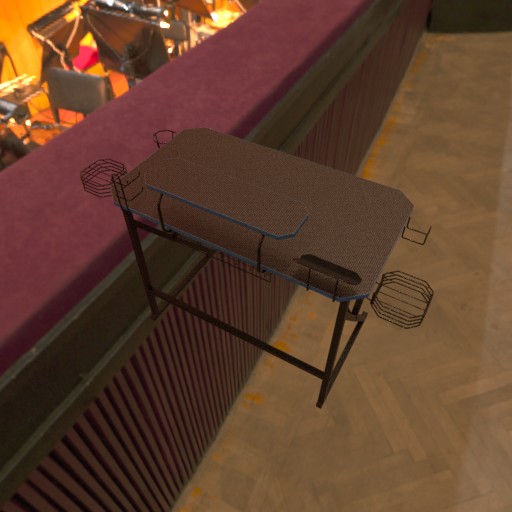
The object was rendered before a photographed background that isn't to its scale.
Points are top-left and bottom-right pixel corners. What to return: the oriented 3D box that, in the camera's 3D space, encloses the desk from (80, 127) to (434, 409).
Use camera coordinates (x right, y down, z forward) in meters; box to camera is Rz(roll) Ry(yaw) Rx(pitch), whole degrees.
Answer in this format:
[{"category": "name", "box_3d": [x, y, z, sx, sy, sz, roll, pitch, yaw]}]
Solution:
[{"category": "desk", "box_3d": [0.000, 0.000, 1.759, 1.295, 0.909, 0.594, 23, 51, 20]}]
